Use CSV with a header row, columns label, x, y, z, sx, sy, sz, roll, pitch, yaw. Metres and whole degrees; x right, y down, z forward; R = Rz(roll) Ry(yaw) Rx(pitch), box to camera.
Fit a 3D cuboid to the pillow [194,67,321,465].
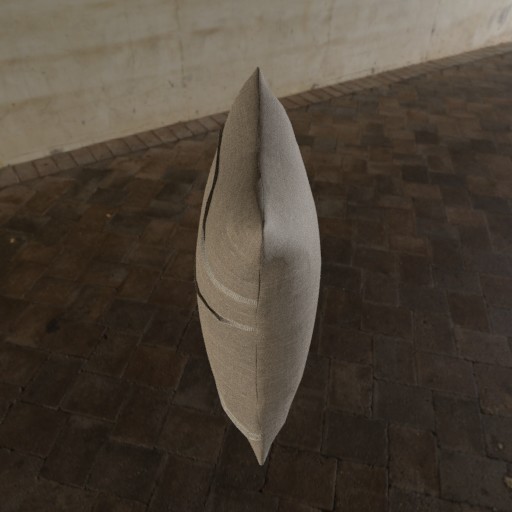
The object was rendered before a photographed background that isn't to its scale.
label,x,y,z,sx,sy,sz,roll,pitch,yaw
pillow,0.000,0.000,0.636,0.169,0.400,0.424,0,40,0
